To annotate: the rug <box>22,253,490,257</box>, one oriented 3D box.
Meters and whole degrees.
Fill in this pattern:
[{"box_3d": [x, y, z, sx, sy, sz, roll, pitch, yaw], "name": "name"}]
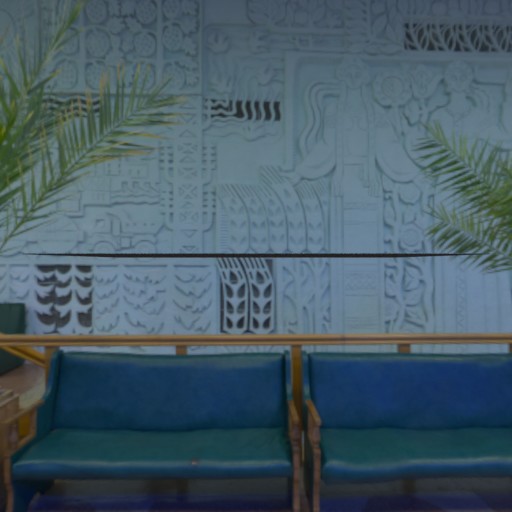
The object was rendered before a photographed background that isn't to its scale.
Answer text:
[{"box_3d": [0.000, 0.000, 4.239, 3.371, 0.008, 2.190, 0, -1, 0], "name": "rug"}]
